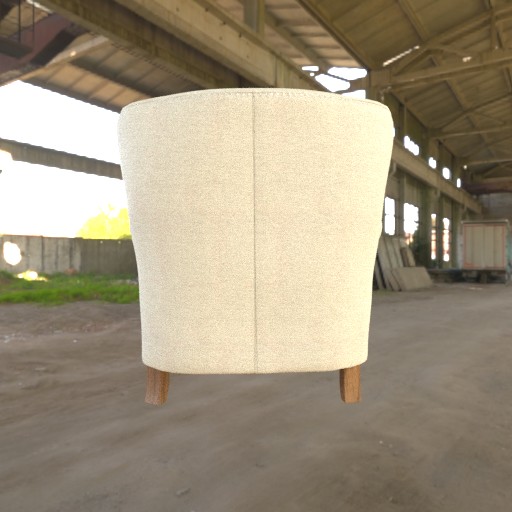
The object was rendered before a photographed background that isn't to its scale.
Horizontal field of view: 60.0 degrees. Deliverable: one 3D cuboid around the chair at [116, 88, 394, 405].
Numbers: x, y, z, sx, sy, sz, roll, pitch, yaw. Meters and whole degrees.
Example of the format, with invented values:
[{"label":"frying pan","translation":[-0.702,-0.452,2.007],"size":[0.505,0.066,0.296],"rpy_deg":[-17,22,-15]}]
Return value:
[{"label":"chair","translation":[0.000,0.000,1.634],"size":[0.861,0.936,0.921],"rpy_deg":[0,0,1]}]
